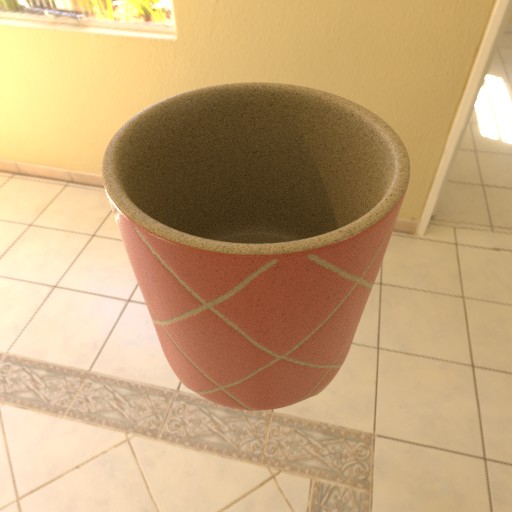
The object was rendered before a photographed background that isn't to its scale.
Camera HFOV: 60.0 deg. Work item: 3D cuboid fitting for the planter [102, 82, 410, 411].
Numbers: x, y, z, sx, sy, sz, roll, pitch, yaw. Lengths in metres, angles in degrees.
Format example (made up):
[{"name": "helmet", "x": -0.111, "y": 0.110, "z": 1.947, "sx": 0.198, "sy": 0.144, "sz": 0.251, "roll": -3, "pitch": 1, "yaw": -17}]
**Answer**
[{"name": "planter", "x": 0.000, "y": 0.000, "z": 0.418, "sx": 0.227, "sy": 0.235, "sz": 0.227, "roll": 0, "pitch": 46, "yaw": 0}]
